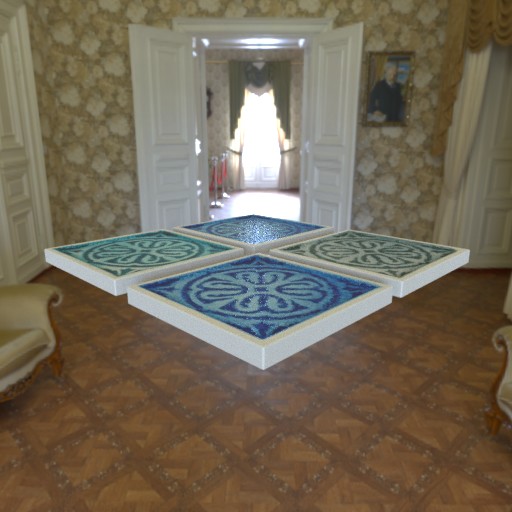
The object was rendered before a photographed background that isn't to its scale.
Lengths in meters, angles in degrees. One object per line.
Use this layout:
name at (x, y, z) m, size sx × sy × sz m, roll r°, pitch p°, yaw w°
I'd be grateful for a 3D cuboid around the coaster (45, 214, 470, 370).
coaster at (0.000, 0.000, 0.319) m, size 0.219 × 0.010 × 0.214 m, roll 14°, pitch 21°, yaw 43°
